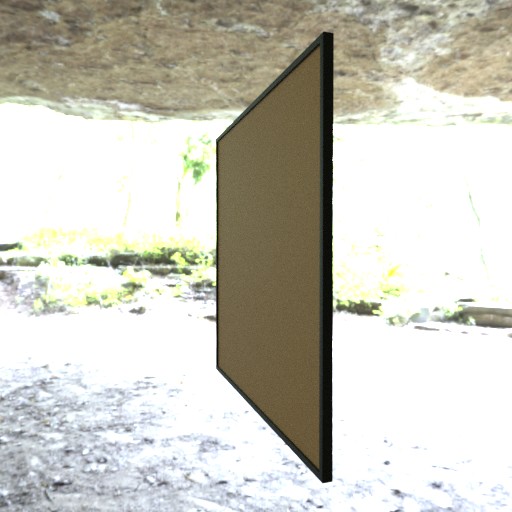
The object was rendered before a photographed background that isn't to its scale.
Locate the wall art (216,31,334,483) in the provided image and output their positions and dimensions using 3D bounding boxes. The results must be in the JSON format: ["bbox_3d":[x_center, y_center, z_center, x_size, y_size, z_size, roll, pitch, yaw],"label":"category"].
[{"bbox_3d":[0.000,0.000,0.667,0.013,0.457,0.458,0,1,-19],"label":"wall art"}]
